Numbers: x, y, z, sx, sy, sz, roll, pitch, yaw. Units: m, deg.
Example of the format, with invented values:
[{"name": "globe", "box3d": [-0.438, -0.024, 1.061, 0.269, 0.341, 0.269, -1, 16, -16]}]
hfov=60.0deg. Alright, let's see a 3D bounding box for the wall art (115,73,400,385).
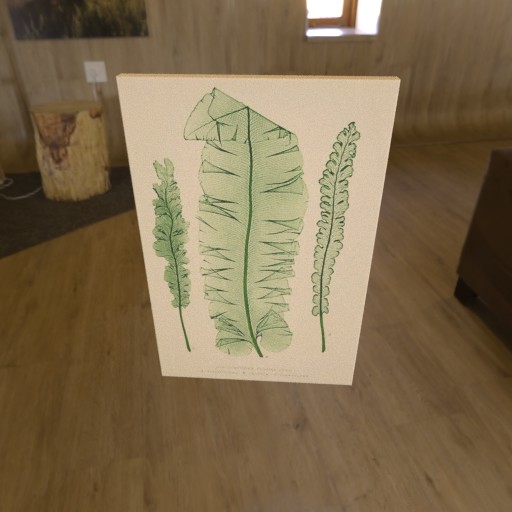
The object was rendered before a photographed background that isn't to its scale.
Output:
[{"name": "wall art", "box3d": [0.000, 0.000, 1.202, 0.610, 0.914, 0.038, 2, 31, 3]}]
